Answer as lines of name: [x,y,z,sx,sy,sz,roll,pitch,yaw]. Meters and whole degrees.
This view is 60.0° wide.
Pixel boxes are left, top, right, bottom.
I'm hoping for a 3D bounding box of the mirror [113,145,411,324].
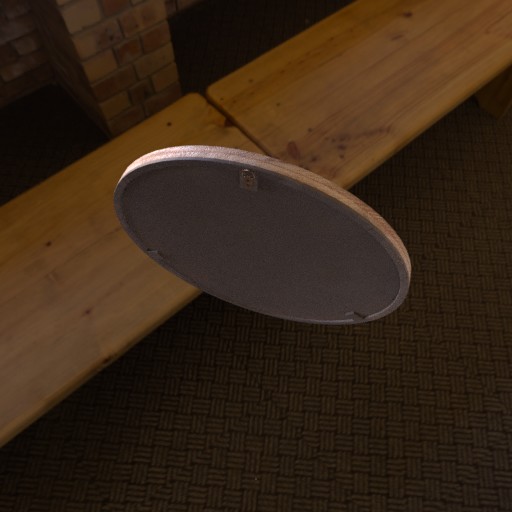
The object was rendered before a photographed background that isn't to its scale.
mirror: [0.000,0.000,1.072,0.710,0.710,0.038,16,64,8]
